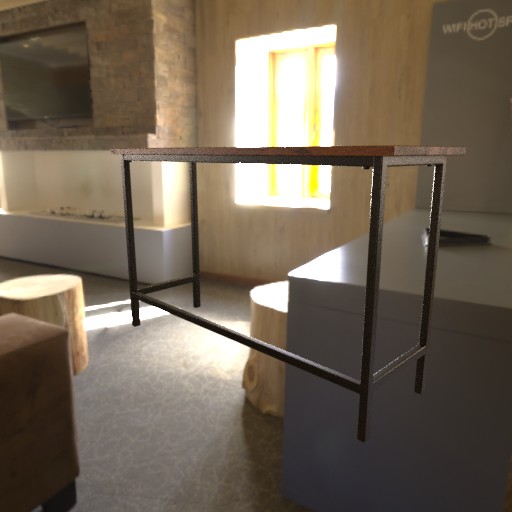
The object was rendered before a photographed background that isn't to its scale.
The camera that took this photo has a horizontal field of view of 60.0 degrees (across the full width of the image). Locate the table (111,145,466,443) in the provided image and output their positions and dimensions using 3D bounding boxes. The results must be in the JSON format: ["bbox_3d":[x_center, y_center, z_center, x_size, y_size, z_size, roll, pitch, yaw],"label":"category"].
[{"bbox_3d":[0.000,0.000,1.559,1.204,0.740,0.408,13,18,43],"label":"table"}]
